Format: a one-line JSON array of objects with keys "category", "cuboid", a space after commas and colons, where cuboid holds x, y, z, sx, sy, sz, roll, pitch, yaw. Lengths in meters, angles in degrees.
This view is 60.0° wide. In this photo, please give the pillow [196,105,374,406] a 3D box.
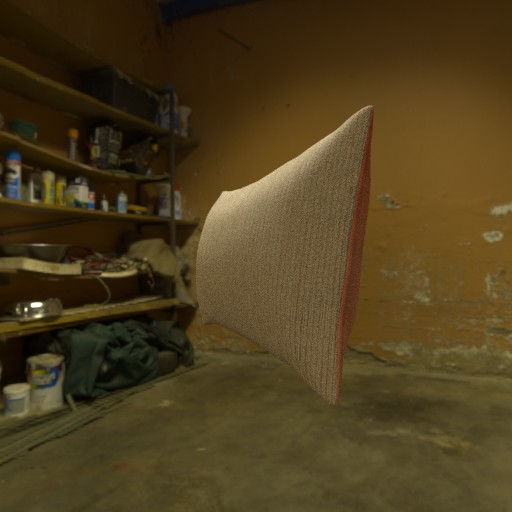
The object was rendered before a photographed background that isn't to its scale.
[{"category": "pillow", "cuboid": [0.000, 0.000, 0.734, 0.155, 0.307, 0.608, 0, -1, -19]}]
